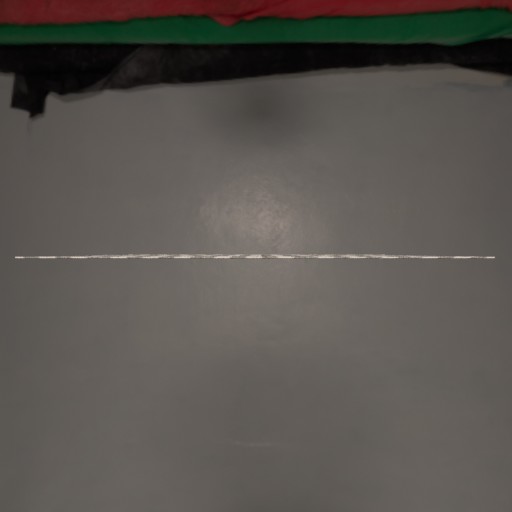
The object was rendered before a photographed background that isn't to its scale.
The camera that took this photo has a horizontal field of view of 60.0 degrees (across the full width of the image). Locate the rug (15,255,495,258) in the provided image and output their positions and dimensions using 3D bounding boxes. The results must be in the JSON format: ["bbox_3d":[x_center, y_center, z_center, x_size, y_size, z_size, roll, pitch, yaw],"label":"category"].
[{"bbox_3d":[0.000,0.000,3.998,3.021,0.013,2.432,0,0,1],"label":"rug"}]
